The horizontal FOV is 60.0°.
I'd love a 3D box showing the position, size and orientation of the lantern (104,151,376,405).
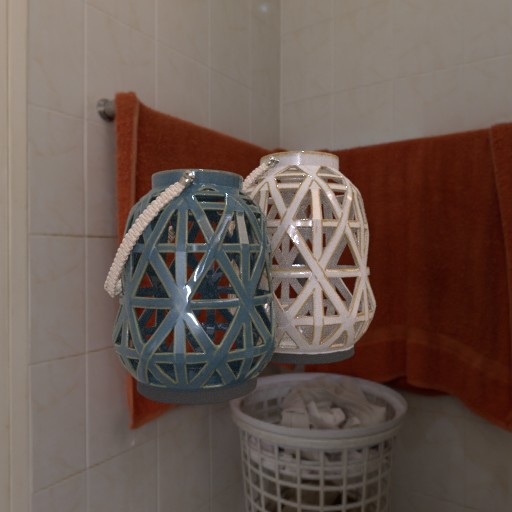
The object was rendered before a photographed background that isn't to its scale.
[{"bbox_3d":[0.000,0.000,0.632,0.245,0.307,0.439,0,1,37],"label":"lantern"}]
